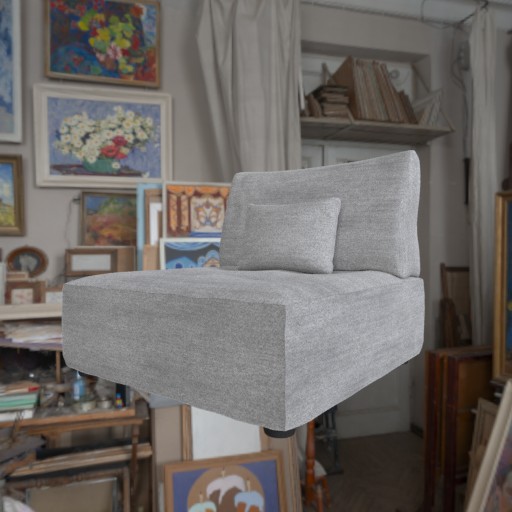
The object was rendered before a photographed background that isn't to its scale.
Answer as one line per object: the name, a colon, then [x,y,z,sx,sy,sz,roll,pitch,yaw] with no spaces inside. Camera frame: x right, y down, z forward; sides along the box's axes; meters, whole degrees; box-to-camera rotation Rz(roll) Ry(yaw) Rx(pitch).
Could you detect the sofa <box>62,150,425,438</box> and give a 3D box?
sofa: [0.000,0.000,1.643,0.930,0.820,1.000,1,2,37]
